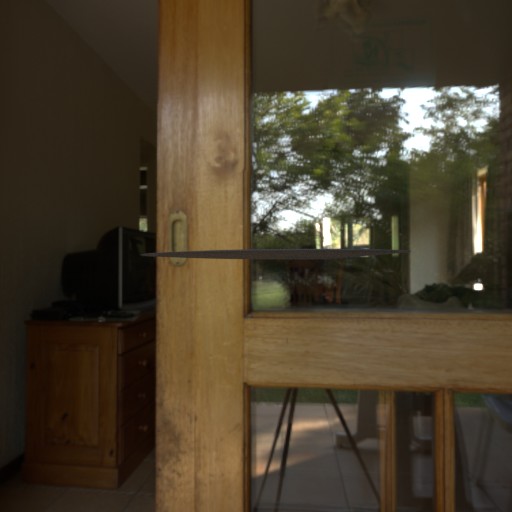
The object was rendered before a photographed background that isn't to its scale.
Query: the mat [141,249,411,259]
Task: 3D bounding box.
[{"bbox_3d":[0.000,0.000,1.856,0.913,0.013,1.524,0,-1,1],"label":"mat"}]
